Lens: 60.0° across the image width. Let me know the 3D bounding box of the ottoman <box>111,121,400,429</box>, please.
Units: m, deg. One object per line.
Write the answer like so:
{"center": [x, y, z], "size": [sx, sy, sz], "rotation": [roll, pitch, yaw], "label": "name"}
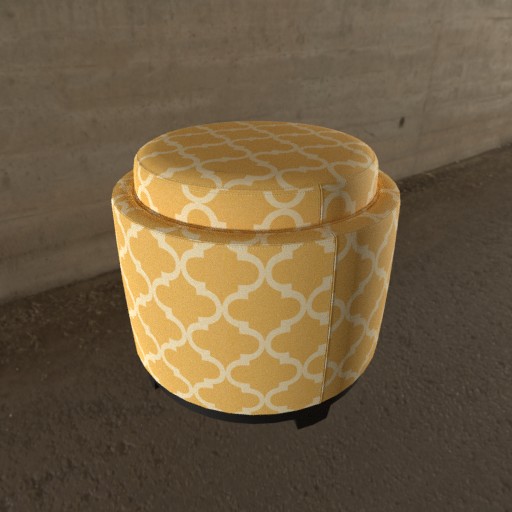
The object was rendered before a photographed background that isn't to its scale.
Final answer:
{"center": [0.000, 0.000, 0.821], "size": [0.480, 0.429, 0.480], "rotation": [0, 29, 0], "label": "ottoman"}
